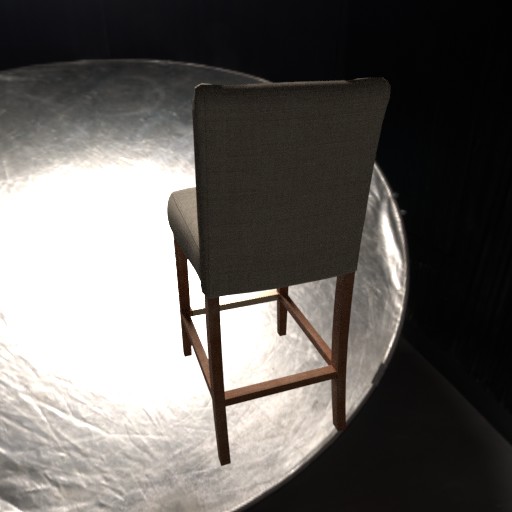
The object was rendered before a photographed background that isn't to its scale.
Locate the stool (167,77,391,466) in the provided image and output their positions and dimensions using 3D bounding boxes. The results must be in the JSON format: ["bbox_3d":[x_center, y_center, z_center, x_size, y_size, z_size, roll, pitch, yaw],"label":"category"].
[{"bbox_3d":[0.000,0.000,1.344,0.454,1.039,0.567,-9,28,-17],"label":"stool"}]
